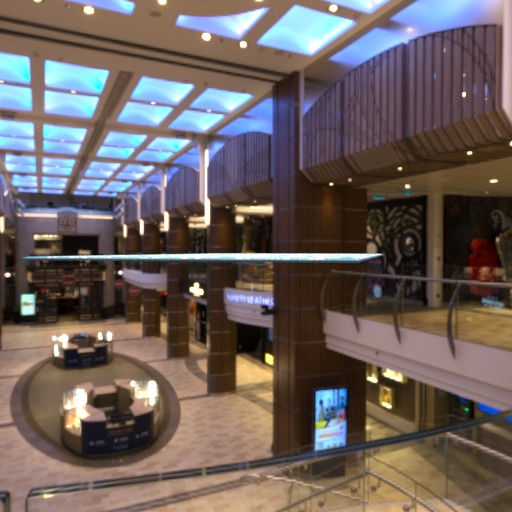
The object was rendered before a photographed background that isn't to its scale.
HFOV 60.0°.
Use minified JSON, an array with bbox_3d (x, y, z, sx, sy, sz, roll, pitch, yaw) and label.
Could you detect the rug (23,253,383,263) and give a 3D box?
[{"bbox_3d":[0.000,0.000,2.312,1.211,0.012,1.833,0,1,18],"label":"rug"}]
